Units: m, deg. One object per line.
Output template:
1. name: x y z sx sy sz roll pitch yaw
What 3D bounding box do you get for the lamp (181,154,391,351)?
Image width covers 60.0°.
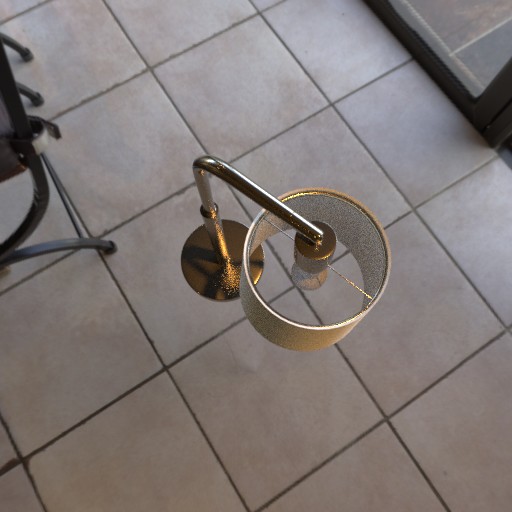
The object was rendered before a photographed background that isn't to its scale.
1. lamp: 0.000 0.000 0.640 0.333 0.489 0.171 38 78 9
